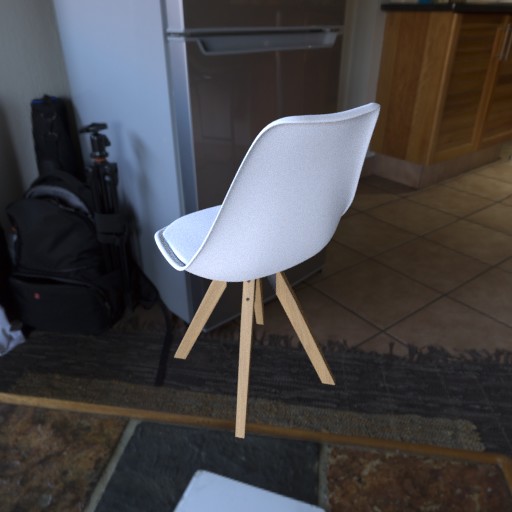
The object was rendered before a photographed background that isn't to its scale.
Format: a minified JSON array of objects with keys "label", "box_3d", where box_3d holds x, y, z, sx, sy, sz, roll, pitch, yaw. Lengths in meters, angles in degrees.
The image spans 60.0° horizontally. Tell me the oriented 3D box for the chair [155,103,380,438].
[{"label":"chair","box_3d":[0.000,0.000,1.195,0.485,0.849,0.550,-19,35,-30]}]
